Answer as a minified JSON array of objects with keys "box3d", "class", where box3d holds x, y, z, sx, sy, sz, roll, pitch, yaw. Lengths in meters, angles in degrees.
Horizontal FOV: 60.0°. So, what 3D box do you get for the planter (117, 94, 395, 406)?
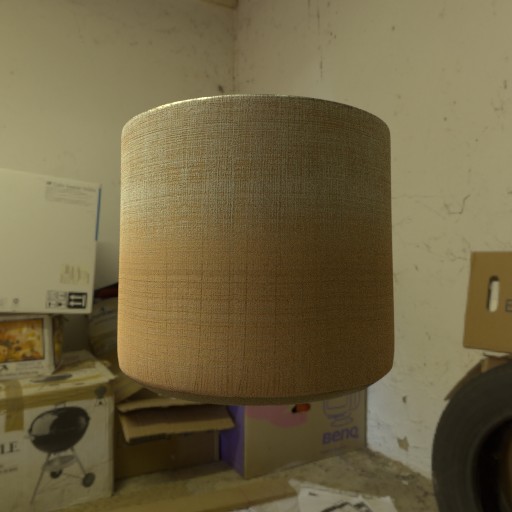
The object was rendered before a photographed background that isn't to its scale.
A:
[{"box3d":[0.000,0.000,0.427,0.254,0.221,0.254,0,-1,0],"class":"planter"}]
